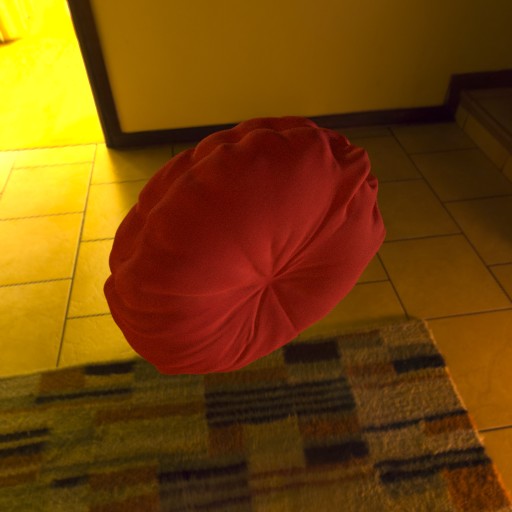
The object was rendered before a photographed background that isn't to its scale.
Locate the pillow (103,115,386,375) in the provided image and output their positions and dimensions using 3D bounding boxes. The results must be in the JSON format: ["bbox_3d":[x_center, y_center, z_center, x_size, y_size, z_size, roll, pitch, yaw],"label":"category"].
[{"bbox_3d":[0.000,0.000,0.645,0.428,0.407,0.148,-22,49,-20],"label":"pillow"}]
